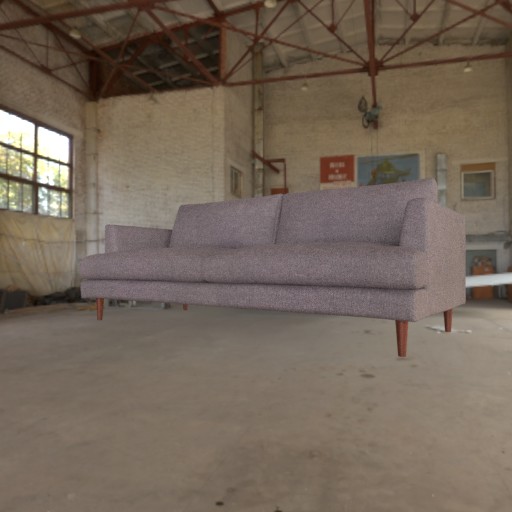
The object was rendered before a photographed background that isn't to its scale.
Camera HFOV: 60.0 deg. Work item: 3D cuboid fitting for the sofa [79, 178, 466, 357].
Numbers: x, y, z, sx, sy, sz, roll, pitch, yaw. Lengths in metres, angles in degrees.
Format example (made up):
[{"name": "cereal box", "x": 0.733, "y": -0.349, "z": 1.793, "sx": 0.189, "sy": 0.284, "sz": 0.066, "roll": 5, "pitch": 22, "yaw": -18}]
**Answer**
[{"name": "sofa", "x": 0.000, "y": 0.000, "z": 2.771, "sx": 2.250, "sy": 0.868, "sz": 1.020, "roll": -1, "pitch": -1, "yaw": 36}]
